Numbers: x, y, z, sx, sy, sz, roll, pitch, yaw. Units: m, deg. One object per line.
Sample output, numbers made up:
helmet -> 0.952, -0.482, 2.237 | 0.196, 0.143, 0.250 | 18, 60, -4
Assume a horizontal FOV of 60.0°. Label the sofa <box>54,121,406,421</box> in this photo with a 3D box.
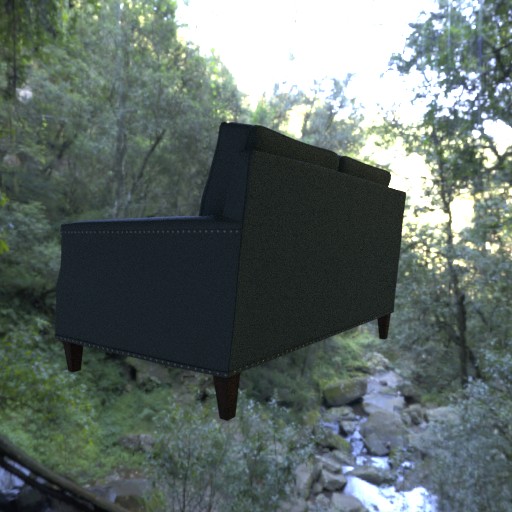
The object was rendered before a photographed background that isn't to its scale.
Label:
sofa -> 0.000, 0.000, 2.263 | 1.084, 1.003, 1.597 | 2, 3, 36
